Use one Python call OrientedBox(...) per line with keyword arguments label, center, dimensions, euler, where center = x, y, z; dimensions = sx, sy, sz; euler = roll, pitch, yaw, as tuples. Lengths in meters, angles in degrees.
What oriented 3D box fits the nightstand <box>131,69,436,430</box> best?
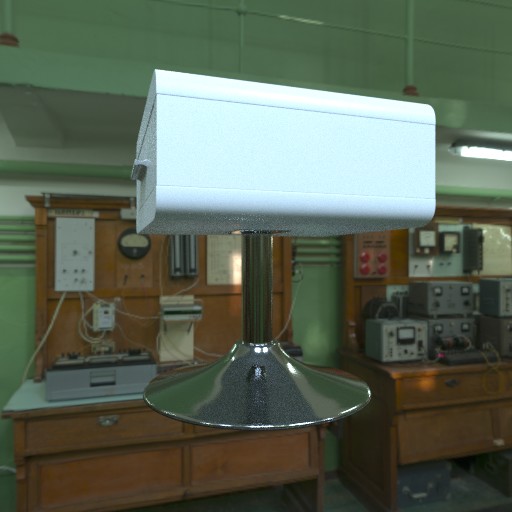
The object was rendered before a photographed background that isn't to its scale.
OrientedBox(label="nightstand", center=(0.000, 0.000, 0.753), dimensions=(0.404, 0.447, 0.399), euler=(0, 0, -18))
